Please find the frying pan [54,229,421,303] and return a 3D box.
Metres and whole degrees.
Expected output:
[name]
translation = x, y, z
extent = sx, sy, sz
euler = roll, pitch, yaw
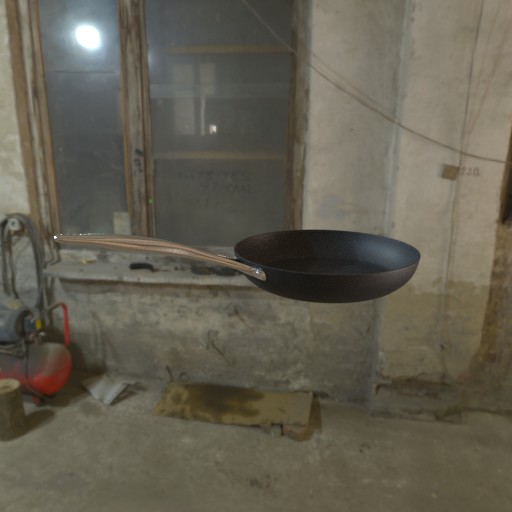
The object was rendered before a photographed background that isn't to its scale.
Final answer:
[frying pan]
translation = 0.000, 0.000, 0.576
extent = 0.472, 0.105, 0.255
euler = -8, 17, -26
